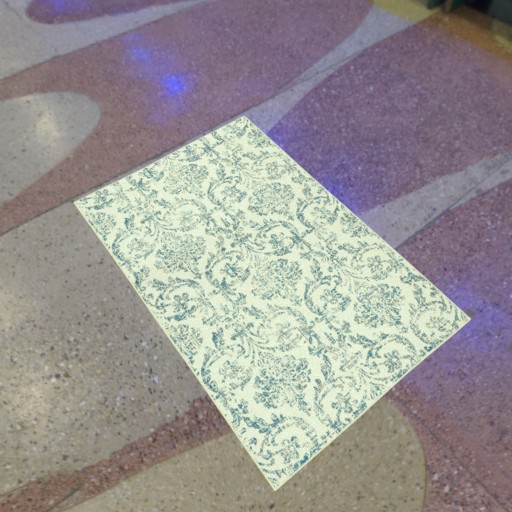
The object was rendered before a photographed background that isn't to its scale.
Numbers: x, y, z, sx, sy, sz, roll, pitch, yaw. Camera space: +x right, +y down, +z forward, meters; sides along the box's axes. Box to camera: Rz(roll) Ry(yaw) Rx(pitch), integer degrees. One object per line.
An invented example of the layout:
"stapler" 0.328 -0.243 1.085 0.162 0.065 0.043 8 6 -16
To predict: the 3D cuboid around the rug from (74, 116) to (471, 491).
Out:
"rug" 0.000 0.000 3.487 1.819 0.018 2.746 -33 63 -19
